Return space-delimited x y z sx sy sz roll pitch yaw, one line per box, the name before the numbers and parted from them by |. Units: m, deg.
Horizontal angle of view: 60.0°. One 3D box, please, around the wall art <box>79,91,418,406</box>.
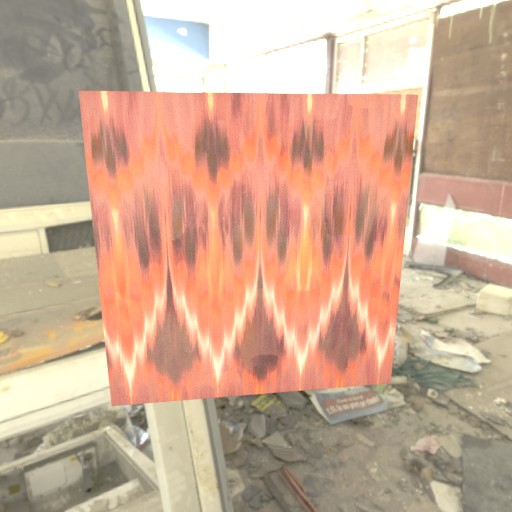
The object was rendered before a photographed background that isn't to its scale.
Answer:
wall art | 0.000 0.000 0.882 0.603 0.609 0.037 -2 16 -8
